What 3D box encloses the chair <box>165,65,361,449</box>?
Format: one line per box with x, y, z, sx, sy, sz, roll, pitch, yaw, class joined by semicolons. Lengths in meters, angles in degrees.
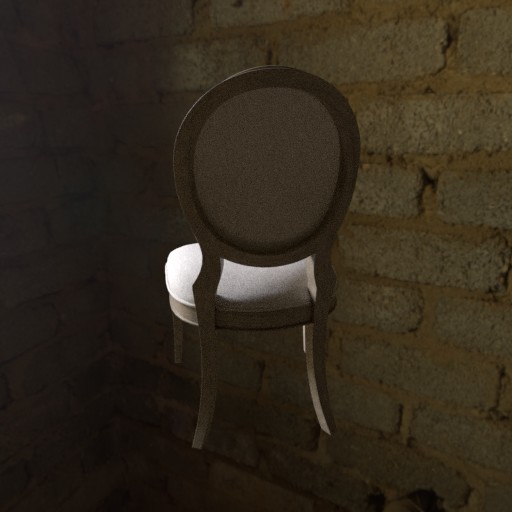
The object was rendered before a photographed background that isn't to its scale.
0.000;0.000;1.320;0.558;0.990;0.602;-3;17;-9;chair
